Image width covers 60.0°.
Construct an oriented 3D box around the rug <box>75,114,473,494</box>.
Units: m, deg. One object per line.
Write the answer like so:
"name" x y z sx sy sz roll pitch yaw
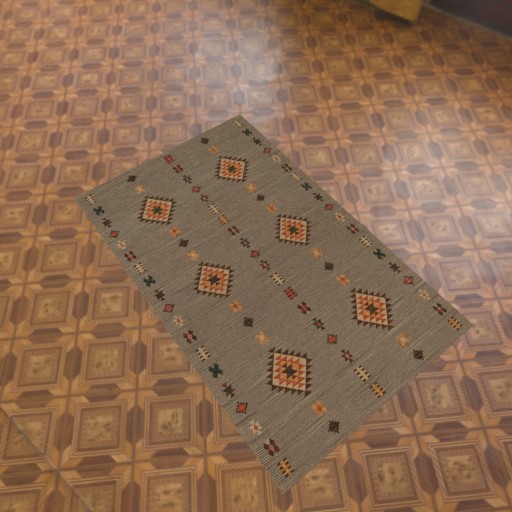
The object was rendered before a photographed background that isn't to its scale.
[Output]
"rug" 0.000 0.000 2.995 1.515 0.007 2.427 -33 63 -19
